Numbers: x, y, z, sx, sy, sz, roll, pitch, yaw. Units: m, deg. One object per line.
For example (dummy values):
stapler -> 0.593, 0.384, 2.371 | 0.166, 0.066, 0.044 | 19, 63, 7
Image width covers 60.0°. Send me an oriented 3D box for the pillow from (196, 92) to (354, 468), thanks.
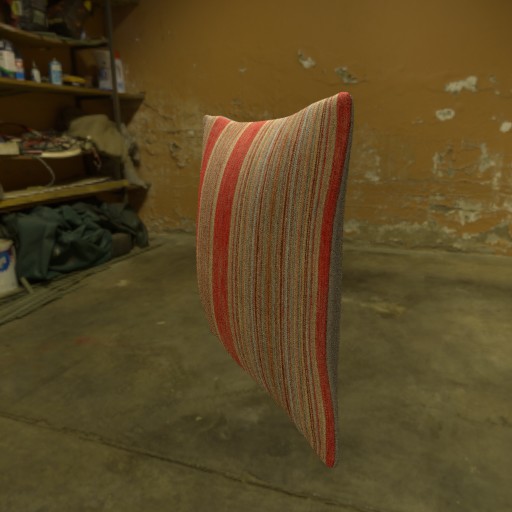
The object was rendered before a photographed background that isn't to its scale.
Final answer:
pillow -> 0.000, 0.000, 0.653 | 0.136, 0.419, 0.437 | -7, 16, -24
